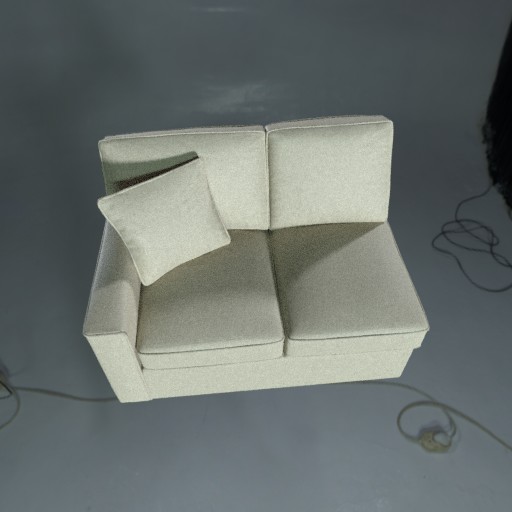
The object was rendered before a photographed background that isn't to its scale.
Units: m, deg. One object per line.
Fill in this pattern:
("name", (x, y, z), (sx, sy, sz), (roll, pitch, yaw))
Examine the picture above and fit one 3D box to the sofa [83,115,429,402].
("sofa", (0.000, 0.000, 2.108), (1.388, 0.989, 0.991), (-4, 47, -4))
